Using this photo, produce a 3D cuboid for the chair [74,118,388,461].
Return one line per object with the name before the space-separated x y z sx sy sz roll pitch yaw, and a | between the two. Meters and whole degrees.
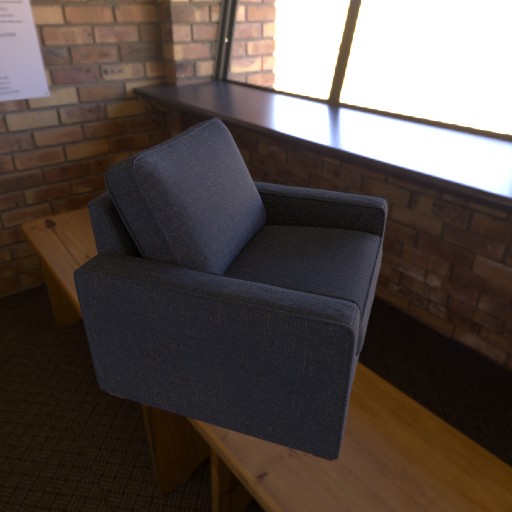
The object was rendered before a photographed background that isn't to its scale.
chair | 0.000 0.000 1.763 0.940 0.919 1.017 10 31 17
